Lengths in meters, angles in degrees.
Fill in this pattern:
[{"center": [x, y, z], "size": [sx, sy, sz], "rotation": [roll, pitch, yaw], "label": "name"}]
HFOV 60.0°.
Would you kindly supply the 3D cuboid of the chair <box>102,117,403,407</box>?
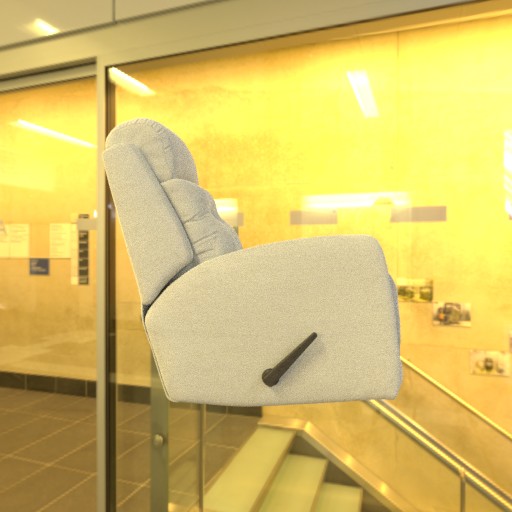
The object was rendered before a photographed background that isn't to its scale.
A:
[{"center": [0.000, 0.000, 1.777], "size": [1.043, 1.013, 0.798], "rotation": [0, 0, 1], "label": "chair"}]
